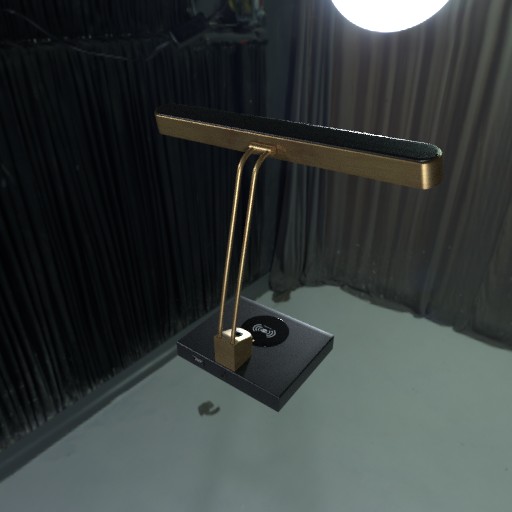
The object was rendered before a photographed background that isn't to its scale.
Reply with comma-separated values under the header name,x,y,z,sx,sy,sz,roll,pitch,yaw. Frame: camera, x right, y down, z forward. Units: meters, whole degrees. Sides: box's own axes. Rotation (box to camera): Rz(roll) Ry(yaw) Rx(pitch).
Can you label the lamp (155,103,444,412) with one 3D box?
name,x,y,z,sx,sy,sz,roll,pitch,yaw
lamp,0.000,0.000,0.600,0.412,0.345,0.156,20,35,31
